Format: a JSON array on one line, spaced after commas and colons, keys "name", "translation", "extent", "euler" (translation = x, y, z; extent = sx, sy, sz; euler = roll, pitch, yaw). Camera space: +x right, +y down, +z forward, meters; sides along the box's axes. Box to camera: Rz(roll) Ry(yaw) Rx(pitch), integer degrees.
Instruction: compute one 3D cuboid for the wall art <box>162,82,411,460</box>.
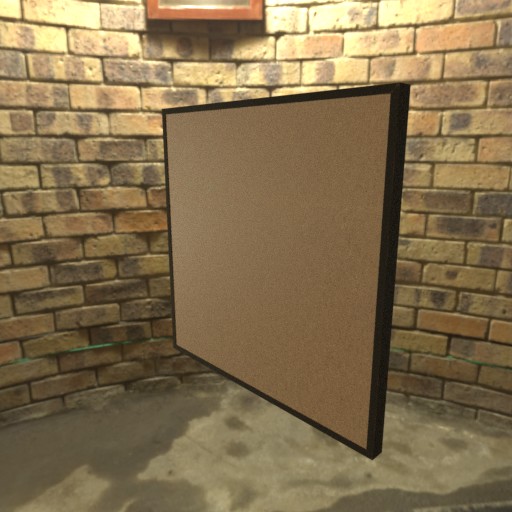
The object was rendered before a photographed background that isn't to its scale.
[{"name": "wall art", "translation": [0.000, 0.000, 1.139], "extent": [0.038, 0.762, 0.762], "euler": [-13, 19, -42]}]
